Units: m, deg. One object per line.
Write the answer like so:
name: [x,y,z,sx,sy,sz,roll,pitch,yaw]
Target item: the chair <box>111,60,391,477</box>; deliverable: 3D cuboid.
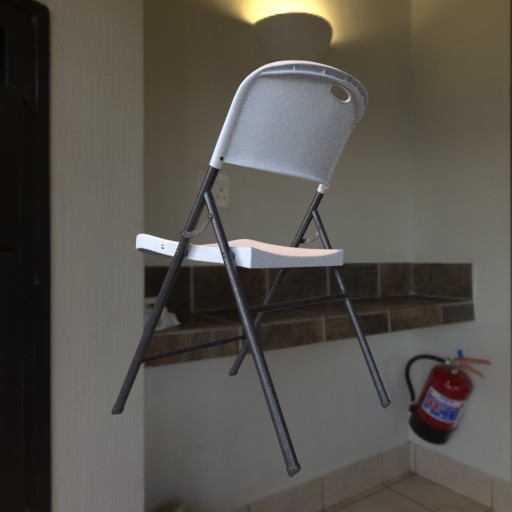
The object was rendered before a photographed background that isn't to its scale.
chair: [0.000,0.000,1.162,0.566,0.810,0.494,0,0,37]
